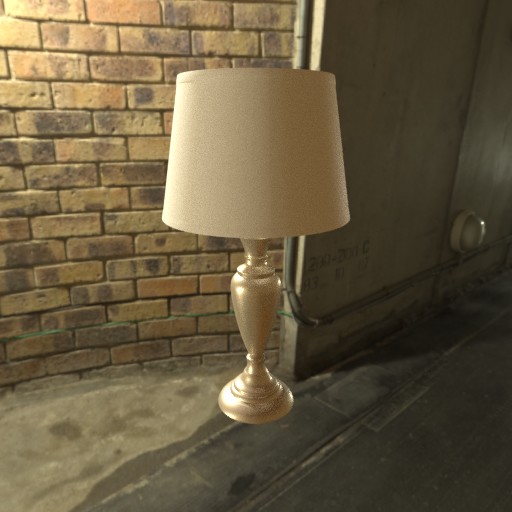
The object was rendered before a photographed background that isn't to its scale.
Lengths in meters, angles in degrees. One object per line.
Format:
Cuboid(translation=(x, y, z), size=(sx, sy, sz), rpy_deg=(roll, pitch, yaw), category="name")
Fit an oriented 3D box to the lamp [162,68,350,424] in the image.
Cuboid(translation=(0.000, 0.000, 0.813), size=(0.328, 0.612, 0.328), rpy_deg=(0, 17, 0), category="lamp")
